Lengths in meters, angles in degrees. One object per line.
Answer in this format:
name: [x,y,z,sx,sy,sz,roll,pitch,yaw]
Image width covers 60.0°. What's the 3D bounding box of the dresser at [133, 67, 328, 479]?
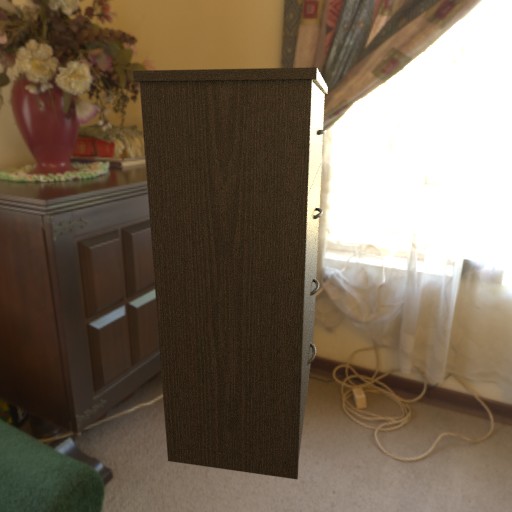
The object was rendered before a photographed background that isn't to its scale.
dresser: [0.000,0.000,1.385,0.399,1.020,0.704,3,18,10]
